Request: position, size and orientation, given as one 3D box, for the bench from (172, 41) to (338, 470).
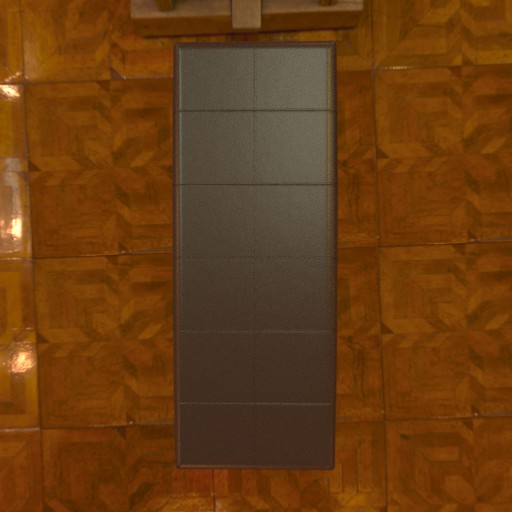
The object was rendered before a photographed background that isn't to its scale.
[{"bbox_3d":[0.000,0.000,1.331,0.429,0.457,1.092,0,91,1],"label":"bench"}]
